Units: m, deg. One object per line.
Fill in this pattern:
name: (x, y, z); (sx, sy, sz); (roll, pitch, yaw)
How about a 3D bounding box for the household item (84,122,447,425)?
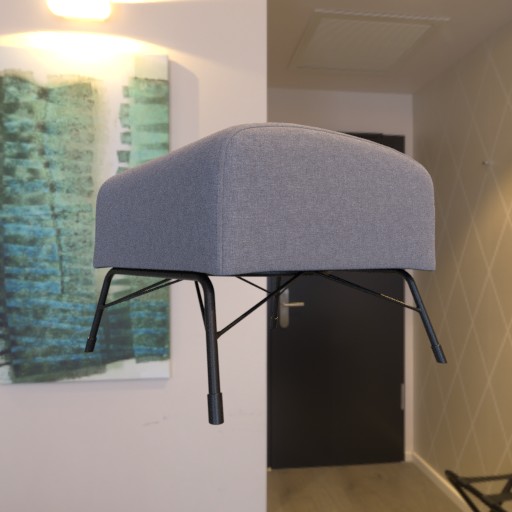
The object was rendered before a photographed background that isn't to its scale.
household item: (0.000, 0.000, 0.902); (0.530, 0.410, 0.530); (0, 0, -37)
